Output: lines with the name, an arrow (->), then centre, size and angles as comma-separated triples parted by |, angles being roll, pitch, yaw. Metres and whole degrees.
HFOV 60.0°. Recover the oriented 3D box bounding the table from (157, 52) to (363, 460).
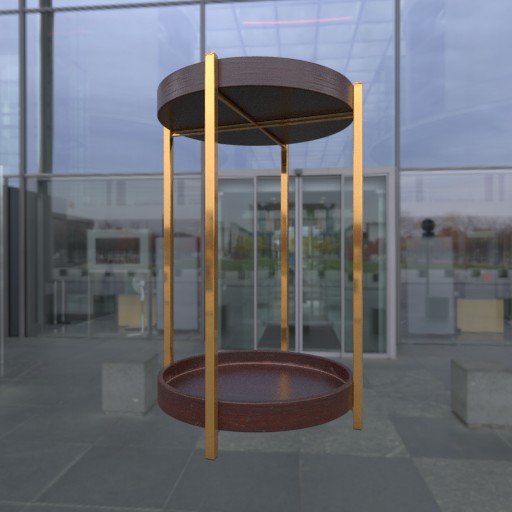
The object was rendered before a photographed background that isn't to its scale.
table -> 0.000, 0.000, 0.851 | 0.400, 0.610, 0.400 | 0, 0, 20
